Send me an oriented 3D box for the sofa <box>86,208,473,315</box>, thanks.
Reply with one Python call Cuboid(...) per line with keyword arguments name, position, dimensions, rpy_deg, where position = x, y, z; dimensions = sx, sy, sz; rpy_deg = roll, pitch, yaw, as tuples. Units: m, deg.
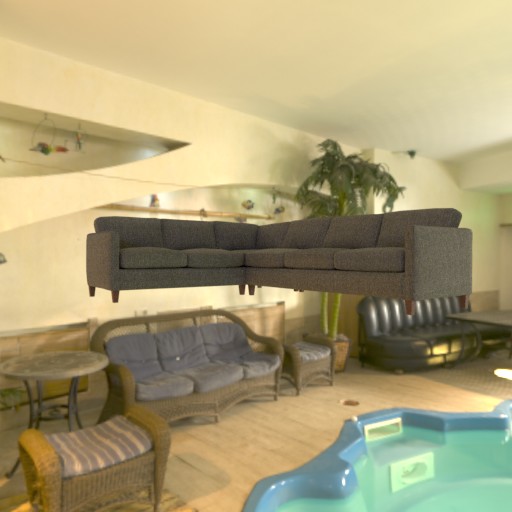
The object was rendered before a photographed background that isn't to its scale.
Cuboid(name="sofa", position=(0.000, 0.000, 4.594), dimensions=(2.593, 0.947, 3.302), rpy_deg=(0, 0, -36))
